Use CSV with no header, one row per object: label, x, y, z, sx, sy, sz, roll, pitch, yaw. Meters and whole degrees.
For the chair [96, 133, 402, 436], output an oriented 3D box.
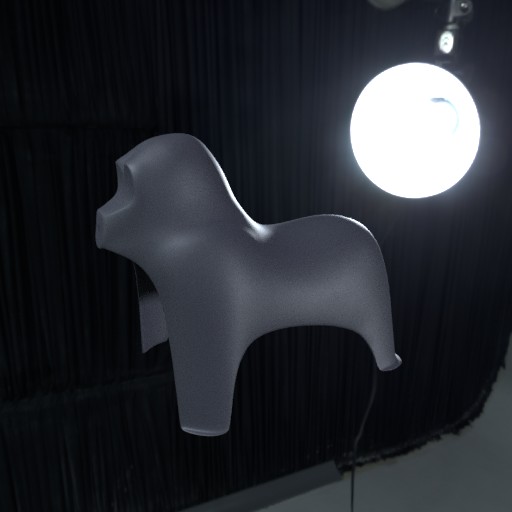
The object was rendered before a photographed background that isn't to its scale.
chair,0.000,0.000,1.129,0.758,0.600,0.490,-7,16,-25
